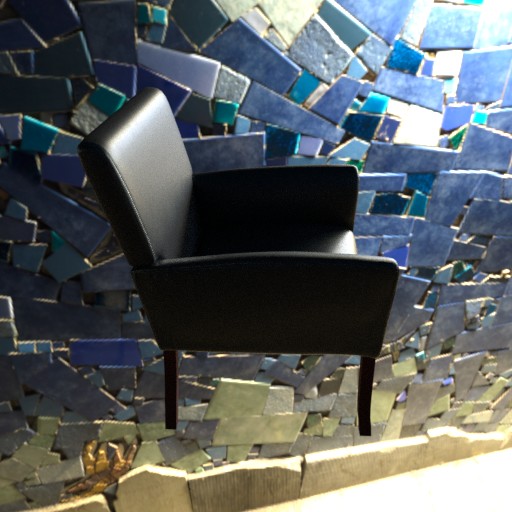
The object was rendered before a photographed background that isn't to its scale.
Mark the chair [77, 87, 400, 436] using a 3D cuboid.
[{"bbox_3d":[0.000,0.000,1.469,0.772,0.951,0.683,1,32,2],"label":"chair"}]
